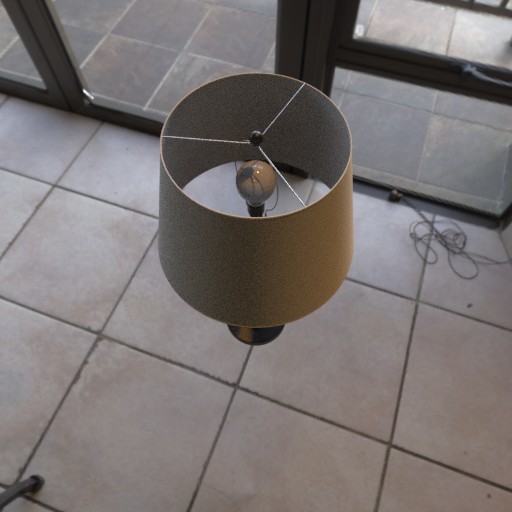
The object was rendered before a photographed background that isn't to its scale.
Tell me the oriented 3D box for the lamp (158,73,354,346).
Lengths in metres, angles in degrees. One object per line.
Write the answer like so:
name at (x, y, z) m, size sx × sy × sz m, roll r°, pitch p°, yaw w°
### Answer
lamp at (0.000, 0.000, 0.899) m, size 0.363 × 0.696 × 0.363 m, roll 0°, pitch 62°, yaw 0°
